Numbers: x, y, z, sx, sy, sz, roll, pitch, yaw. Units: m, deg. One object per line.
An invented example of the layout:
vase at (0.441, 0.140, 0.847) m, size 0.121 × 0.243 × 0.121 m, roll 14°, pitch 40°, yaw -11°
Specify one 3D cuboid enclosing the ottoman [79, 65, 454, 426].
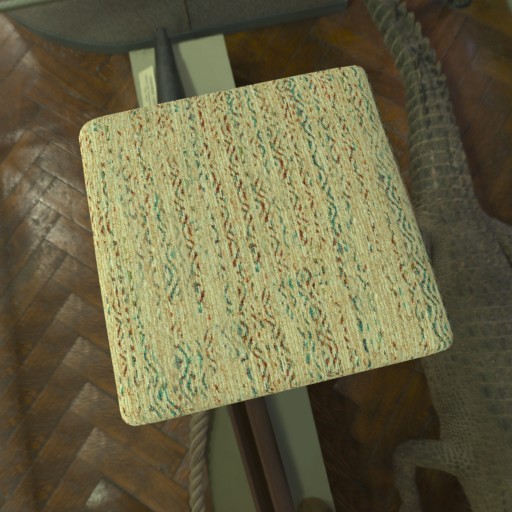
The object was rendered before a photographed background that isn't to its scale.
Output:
ottoman at (0.000, 0.000, 0.890) m, size 0.521 × 0.453 × 0.512 m, roll -13°, pitch 76°, yaw -3°
